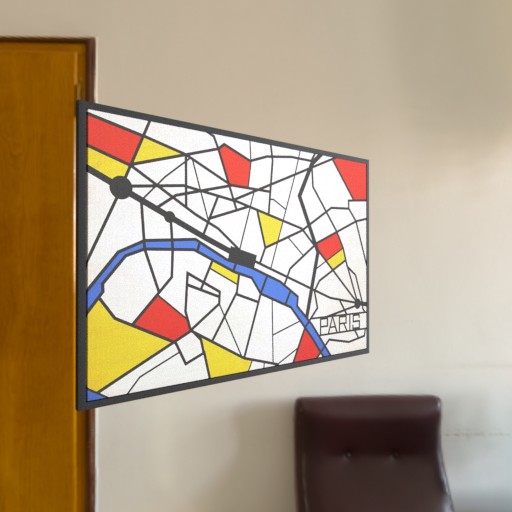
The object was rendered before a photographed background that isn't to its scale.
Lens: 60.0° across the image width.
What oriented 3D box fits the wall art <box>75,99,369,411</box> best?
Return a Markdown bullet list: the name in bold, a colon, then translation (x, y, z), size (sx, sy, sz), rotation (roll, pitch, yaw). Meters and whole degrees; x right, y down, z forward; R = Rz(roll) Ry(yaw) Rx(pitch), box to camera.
- **wall art**: translation (0.000, 0.000, 0.856), size (0.664, 0.458, 0.013), rotation (0, 0, -37)
